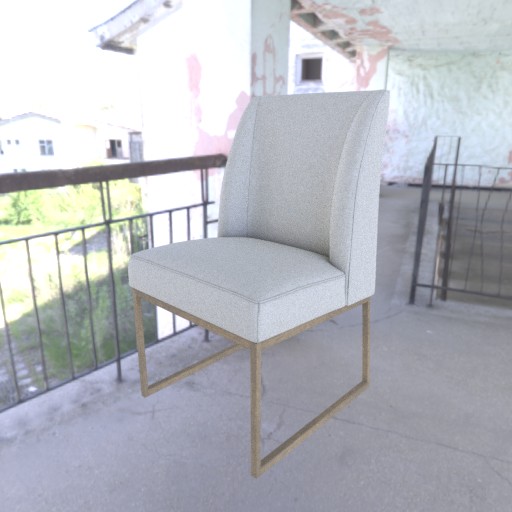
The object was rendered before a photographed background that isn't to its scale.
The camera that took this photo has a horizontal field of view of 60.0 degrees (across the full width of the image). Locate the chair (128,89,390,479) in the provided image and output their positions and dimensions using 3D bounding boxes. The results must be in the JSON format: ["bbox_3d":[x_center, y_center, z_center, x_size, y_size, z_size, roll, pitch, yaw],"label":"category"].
[{"bbox_3d":[0.000,0.000,1.219,0.508,0.863,0.522,15,23,41],"label":"chair"}]
